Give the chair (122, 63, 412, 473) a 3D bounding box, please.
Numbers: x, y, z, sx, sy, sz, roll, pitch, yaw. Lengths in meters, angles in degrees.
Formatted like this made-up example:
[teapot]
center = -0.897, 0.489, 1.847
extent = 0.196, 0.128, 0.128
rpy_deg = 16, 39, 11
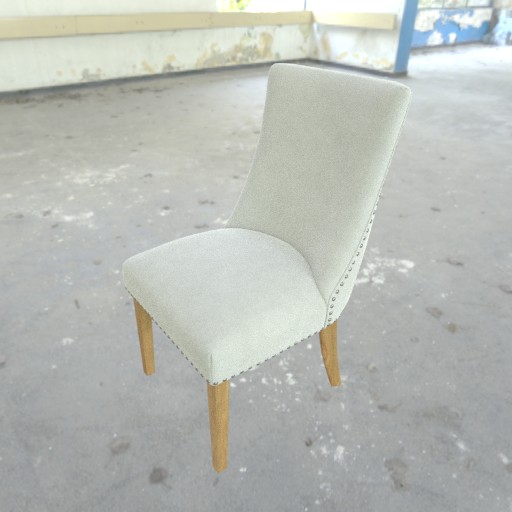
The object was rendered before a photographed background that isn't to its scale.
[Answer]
[chair]
center = 0.000, 0.000, 1.221
extent = 0.610, 0.902, 0.495
rpy_deg = -21, 37, -31
